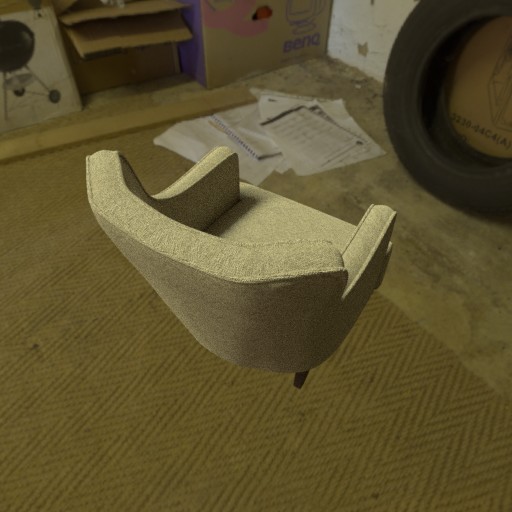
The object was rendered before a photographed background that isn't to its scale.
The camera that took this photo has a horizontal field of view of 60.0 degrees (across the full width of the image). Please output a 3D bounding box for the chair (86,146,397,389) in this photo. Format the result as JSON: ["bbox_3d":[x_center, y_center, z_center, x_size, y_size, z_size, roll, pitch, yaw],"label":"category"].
[{"bbox_3d":[0.000,0.000,1.661,0.820,0.920,0.910,25,51,22],"label":"chair"}]
